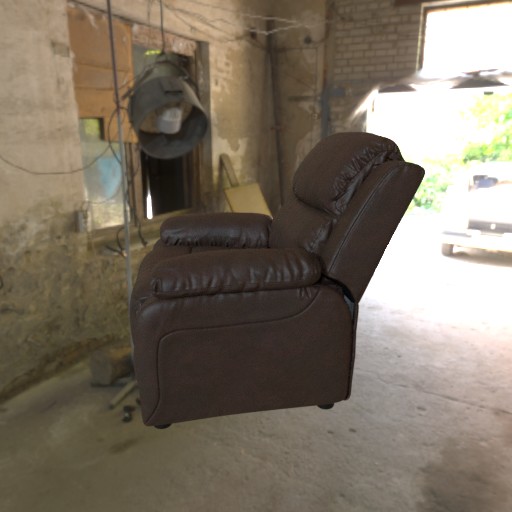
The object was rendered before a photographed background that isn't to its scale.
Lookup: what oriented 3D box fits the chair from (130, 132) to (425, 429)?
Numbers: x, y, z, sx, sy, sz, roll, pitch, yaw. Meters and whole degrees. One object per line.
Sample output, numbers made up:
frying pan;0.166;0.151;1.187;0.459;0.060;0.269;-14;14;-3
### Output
chair;0.000;0.000;1.301;0.707;0.702;0.680;-2;15;-9
